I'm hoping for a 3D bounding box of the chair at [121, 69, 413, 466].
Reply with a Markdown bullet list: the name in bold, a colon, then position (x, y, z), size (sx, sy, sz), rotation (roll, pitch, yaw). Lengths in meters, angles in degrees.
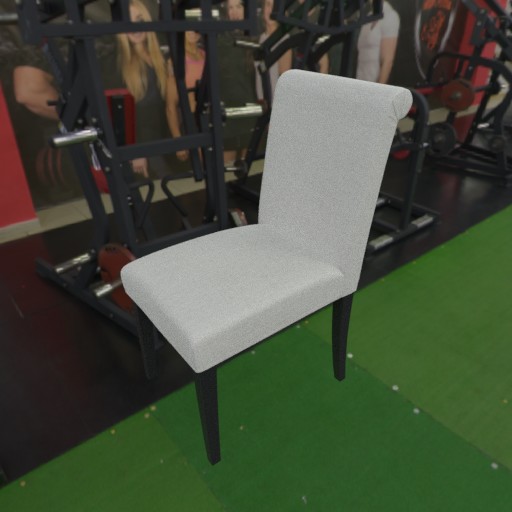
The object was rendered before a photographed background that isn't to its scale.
- **chair**: position (0.000, 0.000, 1.364), size (0.708, 0.976, 0.452), rotation (-21, 36, -31)
